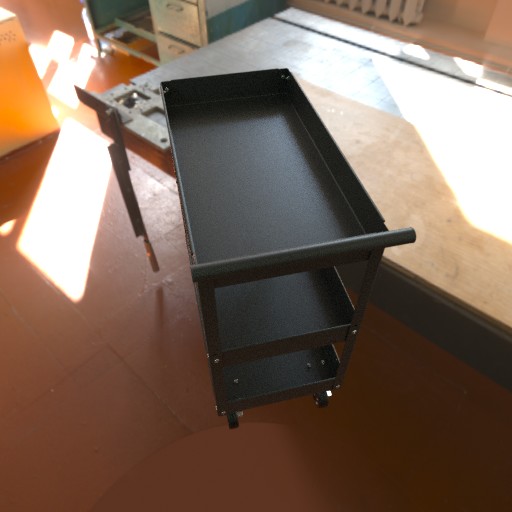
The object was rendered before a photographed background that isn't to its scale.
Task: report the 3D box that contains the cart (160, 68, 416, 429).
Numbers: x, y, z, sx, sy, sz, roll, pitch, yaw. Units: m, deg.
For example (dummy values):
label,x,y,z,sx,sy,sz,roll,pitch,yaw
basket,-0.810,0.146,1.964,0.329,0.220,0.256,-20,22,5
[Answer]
label,x,y,z,sx,sy,sz,roll,pitch,yaw
cart,0.000,0.000,1.207,0.366,0.780,0.719,-10,49,-9
